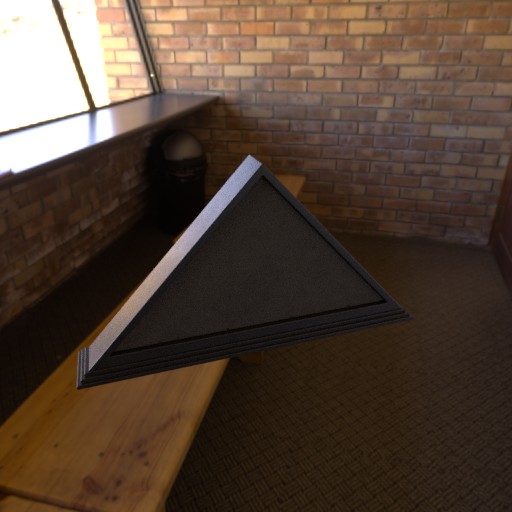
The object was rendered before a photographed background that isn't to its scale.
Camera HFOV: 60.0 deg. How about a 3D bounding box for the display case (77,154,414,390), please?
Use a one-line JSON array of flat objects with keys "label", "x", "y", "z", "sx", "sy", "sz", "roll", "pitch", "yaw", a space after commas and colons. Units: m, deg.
[{"label": "display case", "x": 0.000, "y": 0.000, "z": 0.772, "sx": 0.640, "sy": 0.340, "sz": 0.095, "roll": -8, "pitch": 27, "yaw": -16}]
